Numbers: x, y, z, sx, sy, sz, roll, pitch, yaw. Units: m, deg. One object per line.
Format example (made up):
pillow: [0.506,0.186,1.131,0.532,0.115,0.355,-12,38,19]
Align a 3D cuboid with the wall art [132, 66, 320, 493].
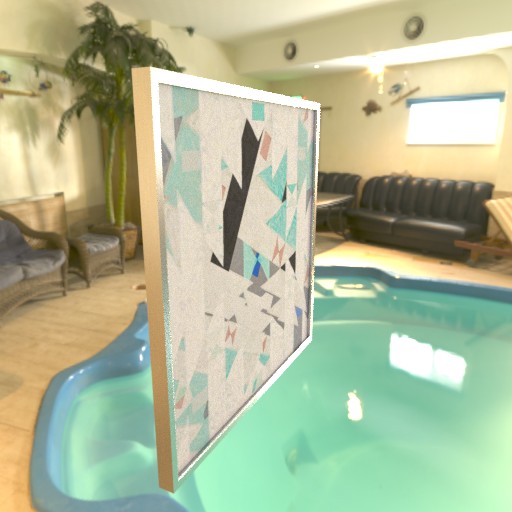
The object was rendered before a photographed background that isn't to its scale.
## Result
wall art: [0.000,0.000,1.155,0.038,0.806,0.806,7,16,26]
